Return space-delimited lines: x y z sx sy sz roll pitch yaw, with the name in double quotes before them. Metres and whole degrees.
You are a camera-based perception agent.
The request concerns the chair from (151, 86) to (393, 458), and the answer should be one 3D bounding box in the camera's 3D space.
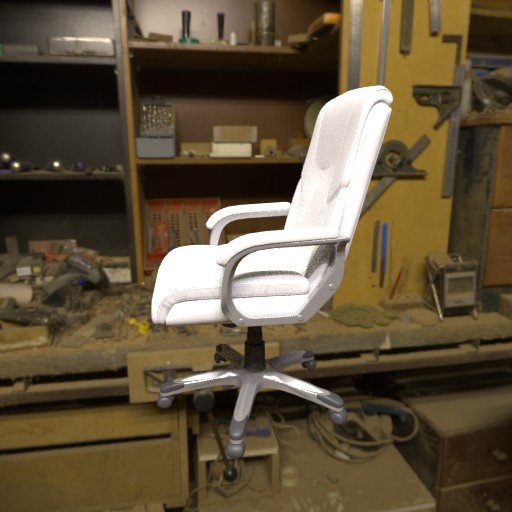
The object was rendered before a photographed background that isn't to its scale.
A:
"chair" 0.000 0.000 1.564 0.738 1.120 0.687 -2 14 -9
